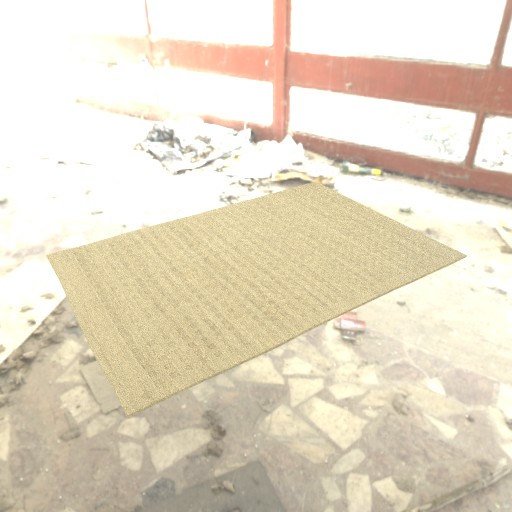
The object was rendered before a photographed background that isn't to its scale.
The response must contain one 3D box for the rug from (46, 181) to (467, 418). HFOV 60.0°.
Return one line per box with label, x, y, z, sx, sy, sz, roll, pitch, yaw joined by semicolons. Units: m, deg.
rug;0.000;0.000;2.898;2.297;0.018;1.532;-19;36;-28
